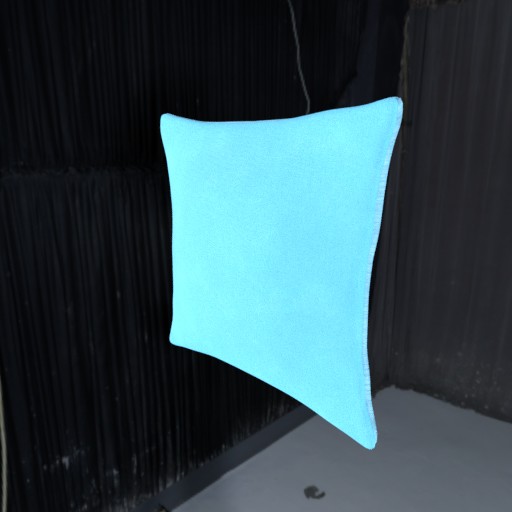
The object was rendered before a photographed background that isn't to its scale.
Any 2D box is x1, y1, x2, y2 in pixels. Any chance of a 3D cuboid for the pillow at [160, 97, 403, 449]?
[{"bbox_3d":[0.000,0.000,0.650,0.433,0.415,0.151,14,20,43],"label":"pillow"}]
